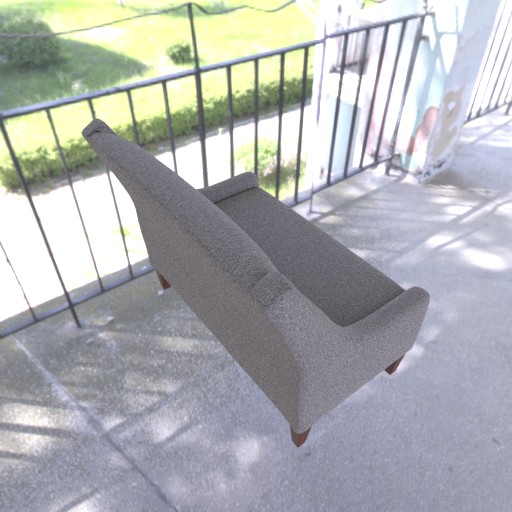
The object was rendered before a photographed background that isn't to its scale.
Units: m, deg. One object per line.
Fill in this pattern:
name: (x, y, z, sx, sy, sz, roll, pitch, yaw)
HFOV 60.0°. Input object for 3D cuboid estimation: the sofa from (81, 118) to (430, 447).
sofa: (0.000, 0.000, 1.926, 0.862, 1.026, 1.242, -27, 48, -27)
